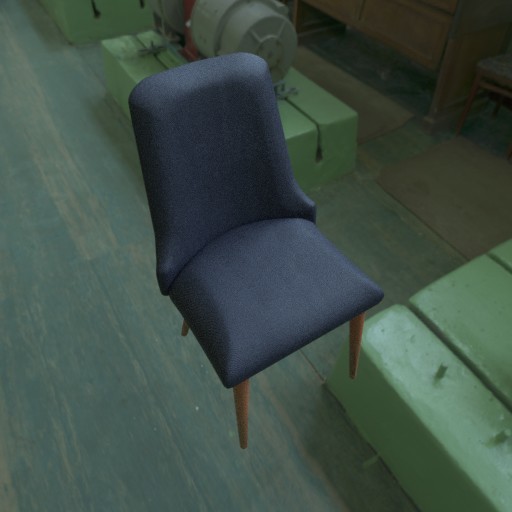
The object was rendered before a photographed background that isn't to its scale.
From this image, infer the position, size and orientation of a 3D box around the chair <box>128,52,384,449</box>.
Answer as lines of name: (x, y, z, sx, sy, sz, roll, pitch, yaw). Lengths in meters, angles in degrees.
chair: (0.000, 0.000, 1.169, 0.504, 0.820, 0.567, -25, 52, -21)
